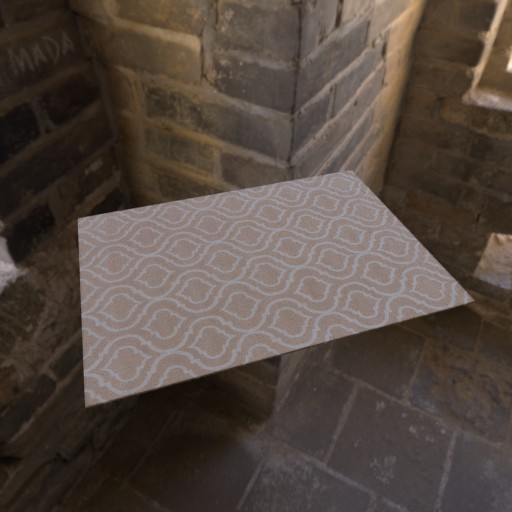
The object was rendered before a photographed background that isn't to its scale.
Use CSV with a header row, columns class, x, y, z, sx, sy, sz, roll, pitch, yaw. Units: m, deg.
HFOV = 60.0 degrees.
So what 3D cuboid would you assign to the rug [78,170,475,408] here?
class,x,y,z,sx,sy,sz,roll,pitch,yaw
rug,0.000,0.000,2.817,2.134,0.010,1.524,-12,43,-13
